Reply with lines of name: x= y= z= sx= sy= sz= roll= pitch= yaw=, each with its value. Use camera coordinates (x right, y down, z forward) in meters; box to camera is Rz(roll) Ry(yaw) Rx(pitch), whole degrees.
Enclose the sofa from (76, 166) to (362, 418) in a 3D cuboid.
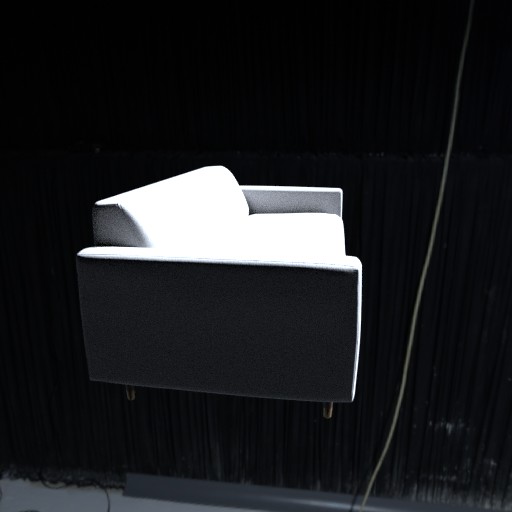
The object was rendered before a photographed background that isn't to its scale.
sofa: x=0.000 y=0.000 z=2.363 sx=0.969 sy=0.814 sz=1.895 roll=2 pitch=16 yaw=8
